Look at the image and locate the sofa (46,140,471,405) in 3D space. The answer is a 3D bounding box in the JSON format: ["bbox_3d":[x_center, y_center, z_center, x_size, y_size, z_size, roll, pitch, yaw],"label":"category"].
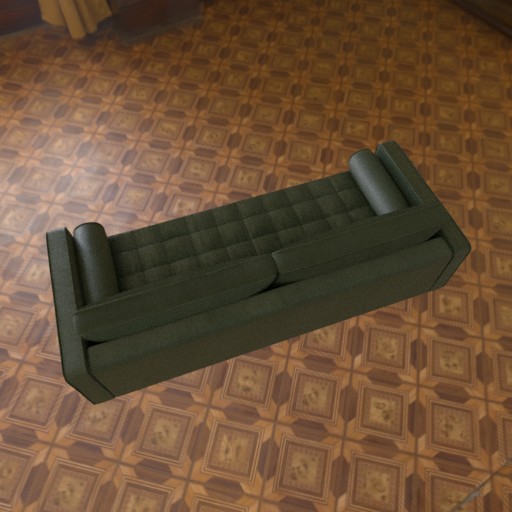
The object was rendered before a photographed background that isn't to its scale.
[{"bbox_3d":[0.000,0.000,2.599,2.199,0.769,0.918,-17,59,-10],"label":"sofa"}]
